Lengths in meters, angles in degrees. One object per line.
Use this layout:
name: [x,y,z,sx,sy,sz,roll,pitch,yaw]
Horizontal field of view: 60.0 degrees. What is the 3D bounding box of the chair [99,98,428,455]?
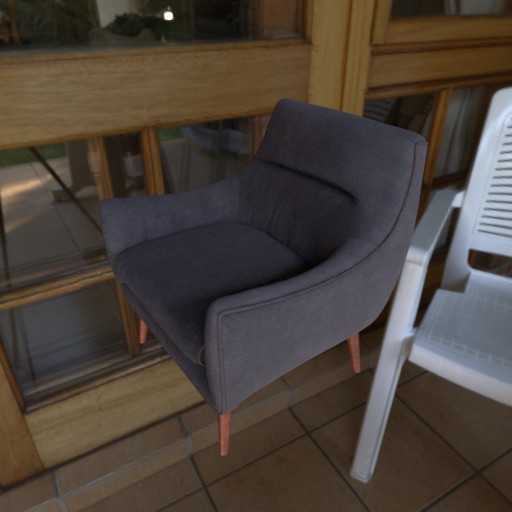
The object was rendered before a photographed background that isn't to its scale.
chair: [0.000,0.000,1.458,0.787,0.838,0.762,-20,36,-30]
